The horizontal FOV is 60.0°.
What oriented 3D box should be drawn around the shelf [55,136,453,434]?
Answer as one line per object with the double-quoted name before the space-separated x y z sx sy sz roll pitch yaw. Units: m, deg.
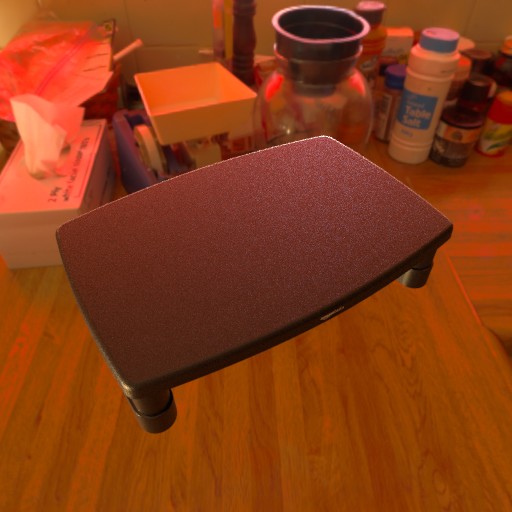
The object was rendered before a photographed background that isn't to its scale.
"shelf" 0.000 0.000 0.537 0.410 0.100 0.280 -24 49 -22
